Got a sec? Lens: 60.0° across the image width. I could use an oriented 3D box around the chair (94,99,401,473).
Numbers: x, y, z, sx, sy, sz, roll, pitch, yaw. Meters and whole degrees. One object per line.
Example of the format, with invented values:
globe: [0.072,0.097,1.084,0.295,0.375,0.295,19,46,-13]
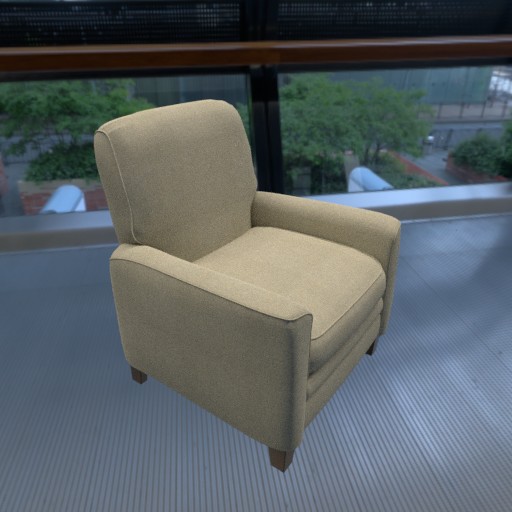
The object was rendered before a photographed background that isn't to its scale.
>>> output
chair: [0.000,0.000,1.634,0.853,1.006,0.850,18,32,31]
